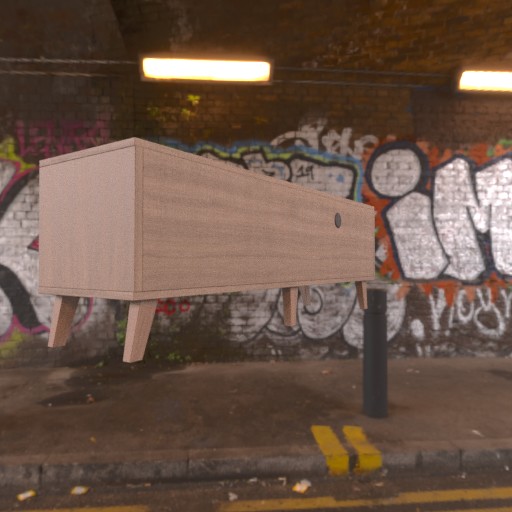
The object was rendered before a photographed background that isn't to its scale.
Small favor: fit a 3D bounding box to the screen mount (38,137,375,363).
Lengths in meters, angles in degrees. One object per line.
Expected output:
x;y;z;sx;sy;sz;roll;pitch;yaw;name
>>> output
0.000;0.000;1.710;0.401;0.509;1.500;-1;-1;35;screen mount
